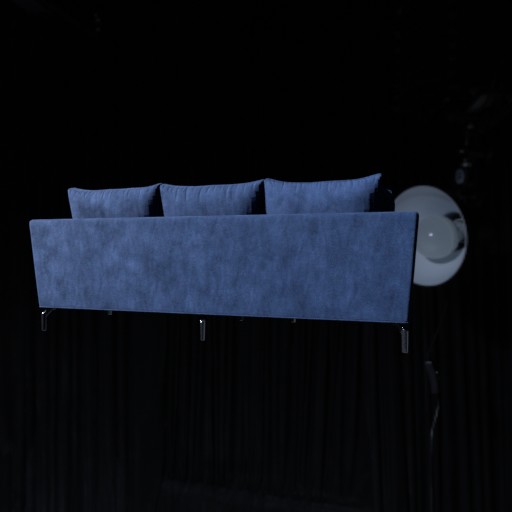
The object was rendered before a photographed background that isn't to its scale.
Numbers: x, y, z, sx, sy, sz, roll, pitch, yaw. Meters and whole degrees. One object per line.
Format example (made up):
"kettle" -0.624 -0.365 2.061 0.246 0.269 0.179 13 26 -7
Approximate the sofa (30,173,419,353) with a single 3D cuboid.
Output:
"sofa" 0.000 0.000 3.815 2.463 0.988 2.472 0 1 16
